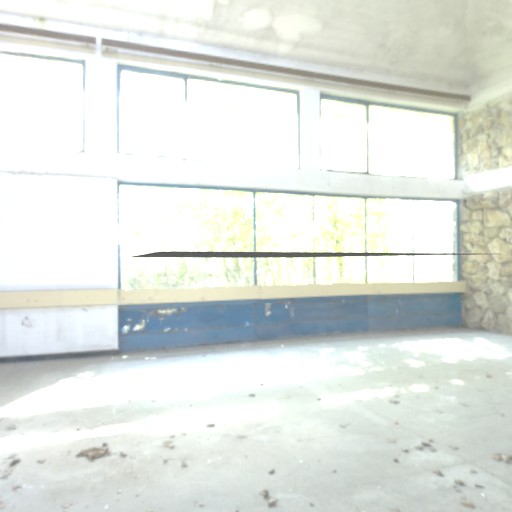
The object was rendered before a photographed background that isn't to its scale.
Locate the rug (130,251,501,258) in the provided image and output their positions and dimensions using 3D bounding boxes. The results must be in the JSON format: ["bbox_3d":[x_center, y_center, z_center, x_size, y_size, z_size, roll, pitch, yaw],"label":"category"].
[{"bbox_3d":[0.000,0.000,2.924,1.524,0.005,2.439,0,-1,-19],"label":"rug"}]
